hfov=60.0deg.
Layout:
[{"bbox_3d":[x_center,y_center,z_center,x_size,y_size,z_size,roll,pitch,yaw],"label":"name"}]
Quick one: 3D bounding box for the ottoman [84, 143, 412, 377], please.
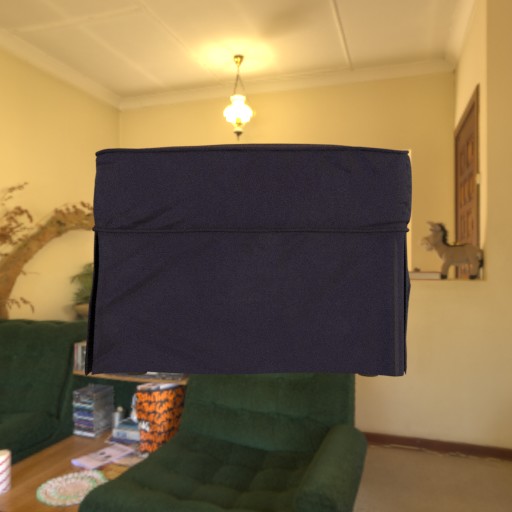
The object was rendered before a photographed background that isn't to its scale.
[{"bbox_3d":[0.000,0.000,1.296,0.637,0.503,0.938,0,0,1],"label":"ottoman"}]
